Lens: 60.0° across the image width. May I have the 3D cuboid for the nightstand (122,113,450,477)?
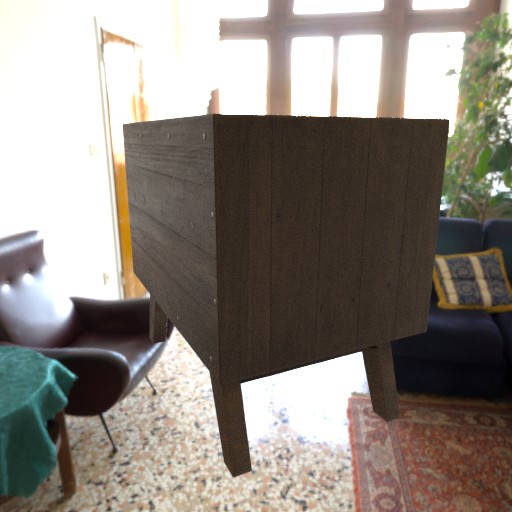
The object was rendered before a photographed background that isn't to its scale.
[{"bbox_3d":[0.000,0.000,1.034,0.450,0.599,0.650,-7,17,-25],"label":"nightstand"}]
